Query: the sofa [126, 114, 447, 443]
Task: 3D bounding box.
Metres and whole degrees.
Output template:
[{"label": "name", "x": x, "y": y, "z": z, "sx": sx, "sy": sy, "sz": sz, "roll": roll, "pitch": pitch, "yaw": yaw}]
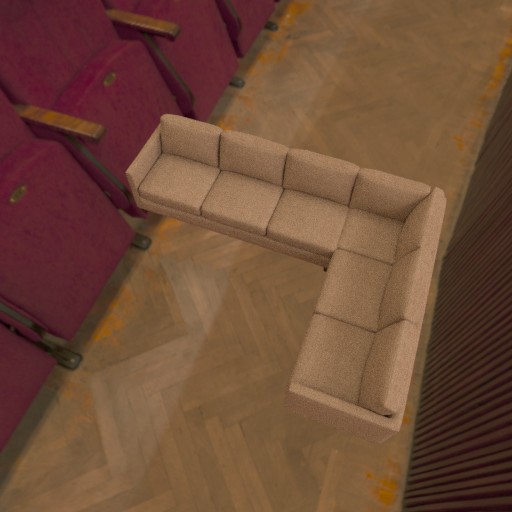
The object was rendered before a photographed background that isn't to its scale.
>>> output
[{"label": "sofa", "x": 0.000, "y": 0.000, "z": 4.511, "sx": 3.333, "sy": 0.934, "sz": 2.522, "roll": 18, "pitch": 60, "yaw": 11}]
